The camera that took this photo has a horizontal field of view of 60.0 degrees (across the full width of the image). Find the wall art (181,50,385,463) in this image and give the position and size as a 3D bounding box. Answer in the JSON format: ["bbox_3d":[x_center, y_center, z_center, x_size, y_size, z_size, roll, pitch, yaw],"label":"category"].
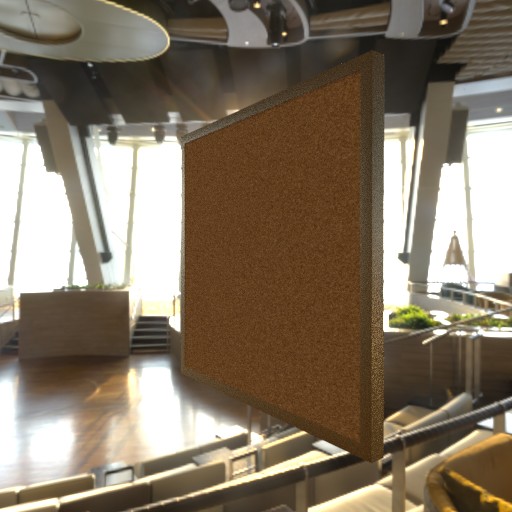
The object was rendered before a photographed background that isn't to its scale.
[{"bbox_3d":[0.000,0.000,1.139,0.036,0.765,0.767,0,1,-37],"label":"wall art"}]
